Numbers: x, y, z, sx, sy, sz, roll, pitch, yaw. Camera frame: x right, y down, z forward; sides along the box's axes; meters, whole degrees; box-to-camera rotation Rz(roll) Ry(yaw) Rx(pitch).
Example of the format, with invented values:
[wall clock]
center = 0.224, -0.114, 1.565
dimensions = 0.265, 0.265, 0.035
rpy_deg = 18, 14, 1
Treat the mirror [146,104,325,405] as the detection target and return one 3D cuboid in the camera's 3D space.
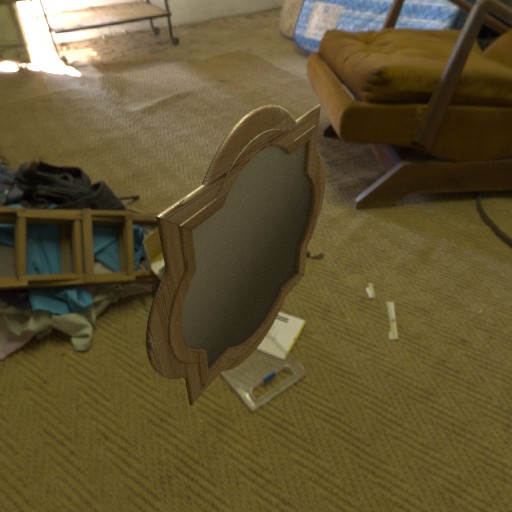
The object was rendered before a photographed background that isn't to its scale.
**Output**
[mirror]
center = 0.000, 0.000, 1.046
dimensions = 0.019, 0.686, 0.686
rpy_deg = 24, 46, 25
